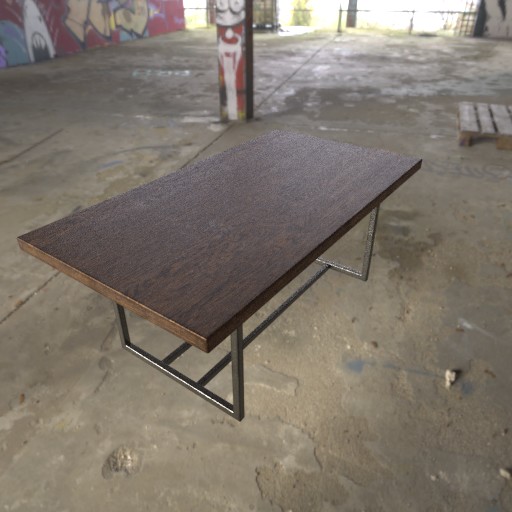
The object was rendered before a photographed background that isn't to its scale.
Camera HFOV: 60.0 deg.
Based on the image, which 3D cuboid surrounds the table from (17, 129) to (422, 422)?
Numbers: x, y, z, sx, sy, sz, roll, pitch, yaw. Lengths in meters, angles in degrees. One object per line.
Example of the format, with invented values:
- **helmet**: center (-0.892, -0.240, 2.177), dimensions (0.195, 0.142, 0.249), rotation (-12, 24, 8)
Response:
- **table**: center (0.000, 0.000, 2.508), dimensions (1.078, 0.795, 1.989), rotation (21, 38, 30)
